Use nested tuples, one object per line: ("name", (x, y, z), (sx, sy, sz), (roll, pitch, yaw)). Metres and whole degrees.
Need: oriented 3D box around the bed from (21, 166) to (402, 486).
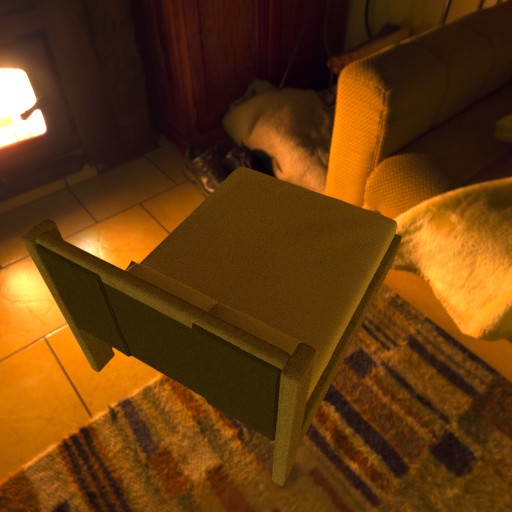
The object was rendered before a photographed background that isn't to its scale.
("bed", (0.000, 0.000, 3.333), (1.714, 1.481, 2.245), (23, 51, 20))
